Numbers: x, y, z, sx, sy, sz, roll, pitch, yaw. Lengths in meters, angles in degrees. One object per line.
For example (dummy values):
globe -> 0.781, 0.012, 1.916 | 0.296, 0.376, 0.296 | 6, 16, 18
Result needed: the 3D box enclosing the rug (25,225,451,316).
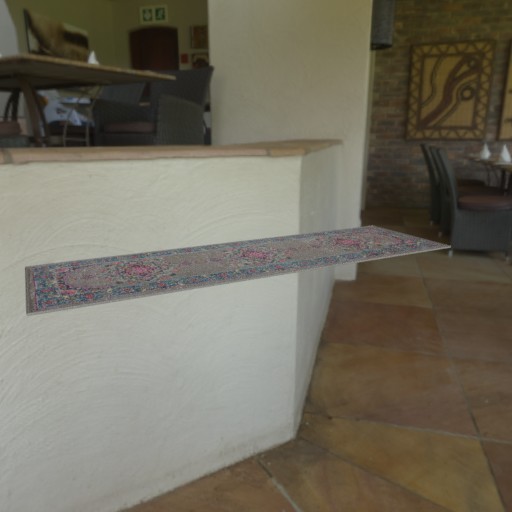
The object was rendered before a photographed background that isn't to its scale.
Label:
rug -> 0.000, 0.000, 1.963 | 1.827, 0.012, 0.553 | -8, 17, -26
